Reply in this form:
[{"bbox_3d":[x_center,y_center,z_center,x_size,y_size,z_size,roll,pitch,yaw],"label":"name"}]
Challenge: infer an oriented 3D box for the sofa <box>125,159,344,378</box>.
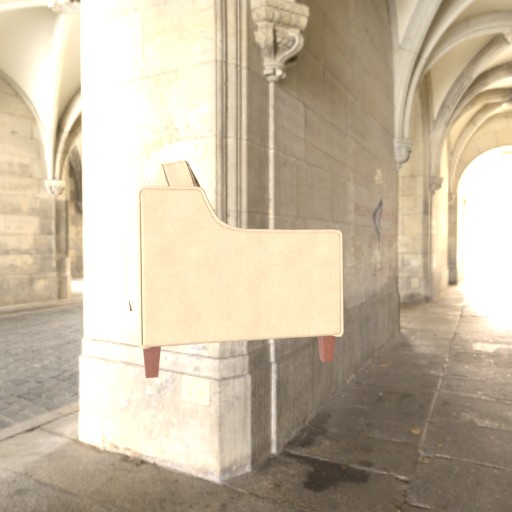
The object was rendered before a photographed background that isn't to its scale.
[{"bbox_3d":[0.000,0.000,3.373,1.858,1.066,2.317,0,2,-18],"label":"sofa"}]
